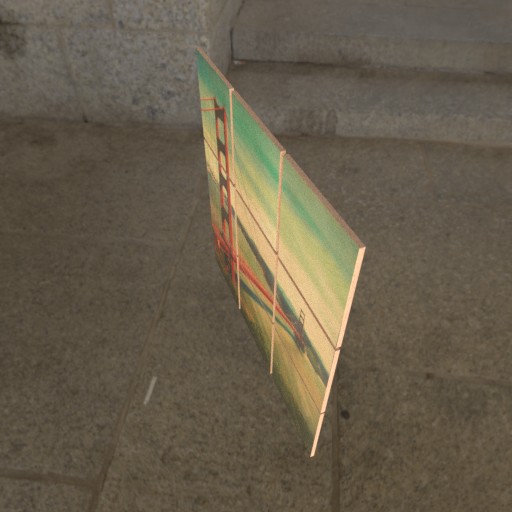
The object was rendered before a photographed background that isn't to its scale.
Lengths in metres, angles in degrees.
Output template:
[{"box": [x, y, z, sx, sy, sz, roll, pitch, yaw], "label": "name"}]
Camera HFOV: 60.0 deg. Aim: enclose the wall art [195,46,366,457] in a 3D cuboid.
[{"box": [0.000, 0.000, 1.784, 0.016, 1.207, 1.217, -16, 48, -15], "label": "wall art"}]
